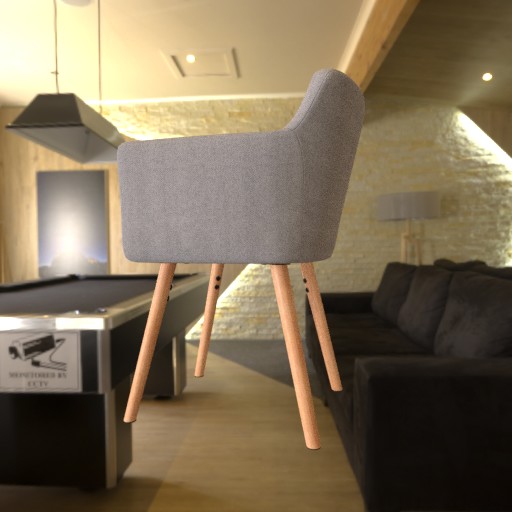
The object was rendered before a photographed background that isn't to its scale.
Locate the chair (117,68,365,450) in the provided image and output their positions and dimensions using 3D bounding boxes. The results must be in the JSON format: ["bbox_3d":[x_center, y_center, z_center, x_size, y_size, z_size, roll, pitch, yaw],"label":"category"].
[{"bbox_3d":[0.000,0.000,1.143,0.540,0.780,0.570,1,2,18],"label":"chair"}]
